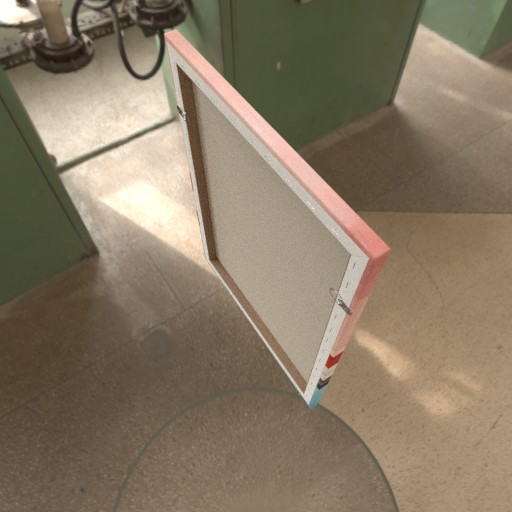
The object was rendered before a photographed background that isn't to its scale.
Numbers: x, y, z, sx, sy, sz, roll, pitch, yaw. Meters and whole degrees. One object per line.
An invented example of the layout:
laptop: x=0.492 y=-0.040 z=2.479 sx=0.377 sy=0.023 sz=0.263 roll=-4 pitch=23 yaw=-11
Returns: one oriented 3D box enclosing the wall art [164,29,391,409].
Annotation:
wall art: x=0.000 y=0.000 z=1.327 sx=0.039 sy=1.016 sz=0.761 roll=-29 pitch=62 yaw=-17
